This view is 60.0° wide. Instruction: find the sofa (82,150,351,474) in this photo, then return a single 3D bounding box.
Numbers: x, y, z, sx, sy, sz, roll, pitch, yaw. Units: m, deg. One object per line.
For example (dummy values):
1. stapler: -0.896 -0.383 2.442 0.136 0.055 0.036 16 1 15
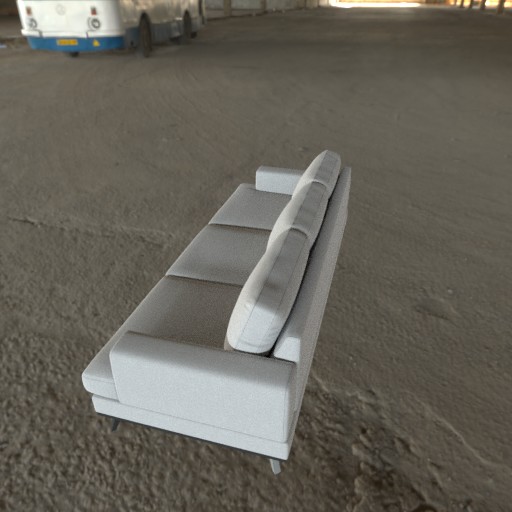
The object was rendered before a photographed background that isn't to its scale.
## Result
1. sofa: 0.000 0.000 2.720 0.920 0.810 2.310 8 32 14
